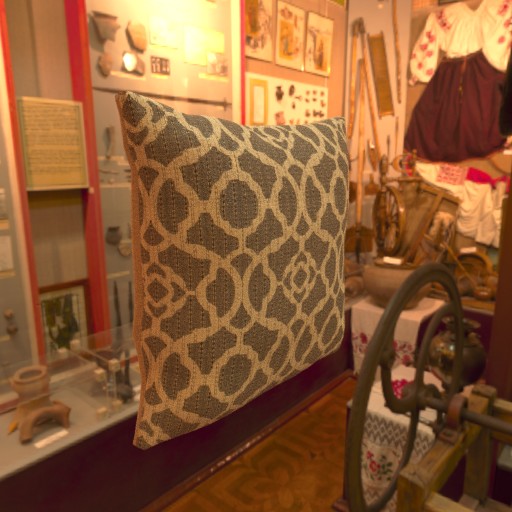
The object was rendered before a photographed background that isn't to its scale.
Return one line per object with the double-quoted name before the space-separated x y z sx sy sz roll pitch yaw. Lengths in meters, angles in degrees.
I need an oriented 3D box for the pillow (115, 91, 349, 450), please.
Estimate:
"pillow" 0.000 0.000 0.773 0.215 0.498 0.508 11 17 42
